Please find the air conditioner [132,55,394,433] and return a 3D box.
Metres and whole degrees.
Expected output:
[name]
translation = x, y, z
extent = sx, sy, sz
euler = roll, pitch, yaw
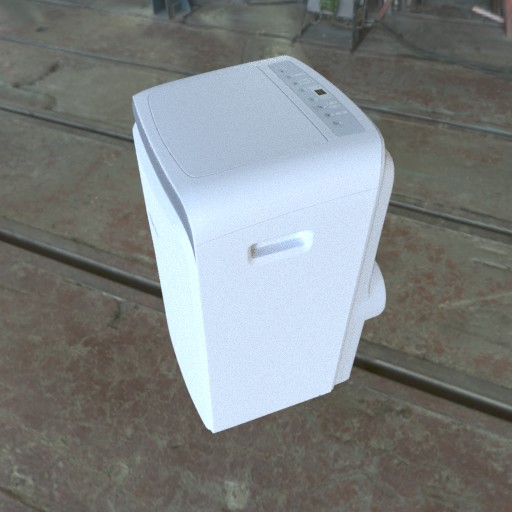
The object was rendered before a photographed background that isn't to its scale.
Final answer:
[air conditioner]
translation = 0.000, 0.000, 1.051
extent = 0.467, 0.765, 0.478
euler = -17, 48, -15
